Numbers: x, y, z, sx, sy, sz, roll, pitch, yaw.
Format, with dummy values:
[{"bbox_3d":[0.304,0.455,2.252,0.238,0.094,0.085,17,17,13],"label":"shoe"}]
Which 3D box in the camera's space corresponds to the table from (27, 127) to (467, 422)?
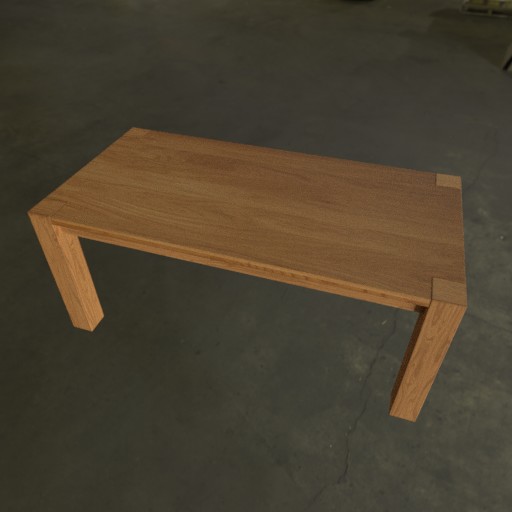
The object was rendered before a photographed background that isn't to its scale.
[{"bbox_3d":[0.000,0.000,2.285,1.800,0.760,0.900,12,42,14],"label":"table"}]
